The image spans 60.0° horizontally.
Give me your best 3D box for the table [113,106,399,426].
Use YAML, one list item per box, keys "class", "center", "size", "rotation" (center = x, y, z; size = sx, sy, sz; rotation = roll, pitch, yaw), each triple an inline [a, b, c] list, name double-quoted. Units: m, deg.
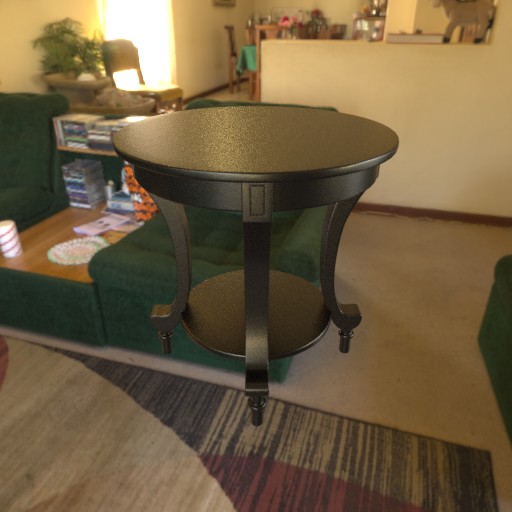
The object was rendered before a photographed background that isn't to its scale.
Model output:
- class: "table"
  center: [0.000, 0.000, 1.105]
  size: [0.597, 0.618, 0.597]
  rotation: [0, 28, 0]
